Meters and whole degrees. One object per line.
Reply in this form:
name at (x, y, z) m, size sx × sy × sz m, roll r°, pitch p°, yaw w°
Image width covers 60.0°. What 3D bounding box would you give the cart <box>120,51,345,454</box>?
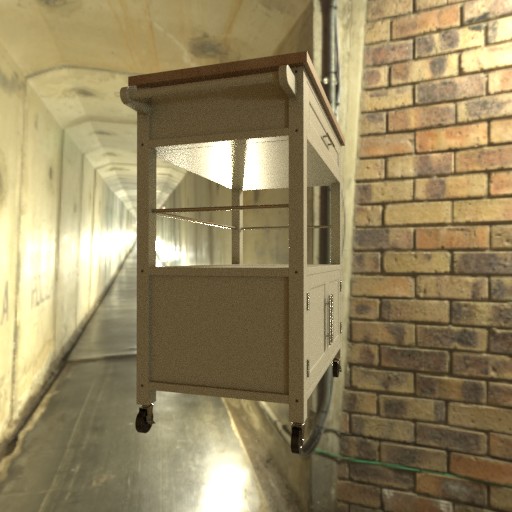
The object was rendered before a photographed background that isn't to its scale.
cart at (0.000, 0.000, 1.371) m, size 0.459 × 0.901 × 0.840 m, roll 0°, pitch 0°, yaw 18°
